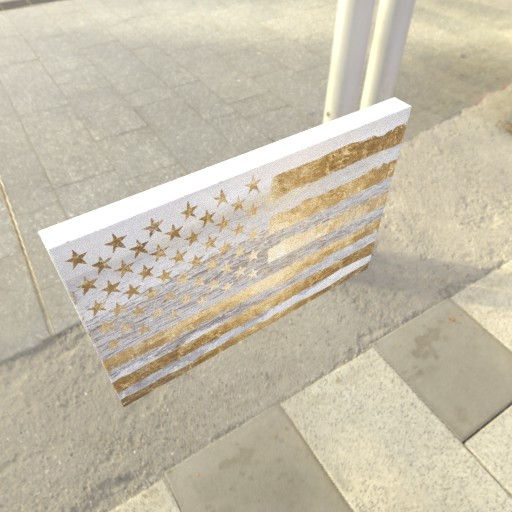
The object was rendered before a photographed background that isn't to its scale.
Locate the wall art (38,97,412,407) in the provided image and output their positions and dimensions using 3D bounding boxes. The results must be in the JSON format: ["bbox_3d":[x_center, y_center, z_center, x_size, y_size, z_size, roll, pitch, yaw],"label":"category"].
[{"bbox_3d":[0.000,0.000,0.786,0.606,0.407,0.041,-26,52,-23],"label":"wall art"}]
